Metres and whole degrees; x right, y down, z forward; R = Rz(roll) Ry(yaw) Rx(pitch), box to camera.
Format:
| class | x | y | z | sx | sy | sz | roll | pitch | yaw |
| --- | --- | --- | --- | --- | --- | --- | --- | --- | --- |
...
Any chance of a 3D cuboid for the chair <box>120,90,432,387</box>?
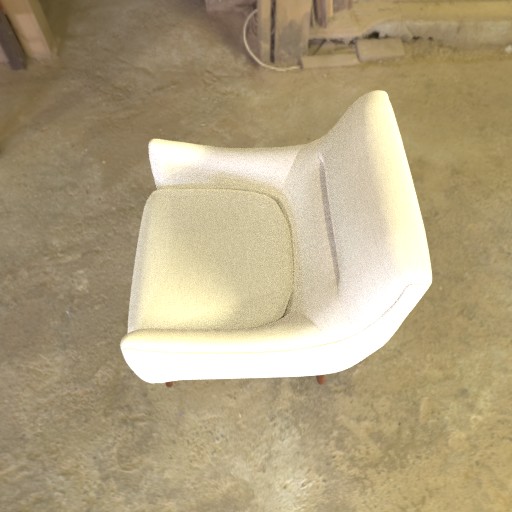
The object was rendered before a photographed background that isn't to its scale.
| class | x | y | z | sx | sy | sz | roll | pitch | yaw |
| --- | --- | --- | --- | --- | --- | --- | --- | --- | --- |
| chair | 0.000 | 0.000 | 1.433 | 0.787 | 0.838 | 0.762 | -1 | 59 | 0 |
